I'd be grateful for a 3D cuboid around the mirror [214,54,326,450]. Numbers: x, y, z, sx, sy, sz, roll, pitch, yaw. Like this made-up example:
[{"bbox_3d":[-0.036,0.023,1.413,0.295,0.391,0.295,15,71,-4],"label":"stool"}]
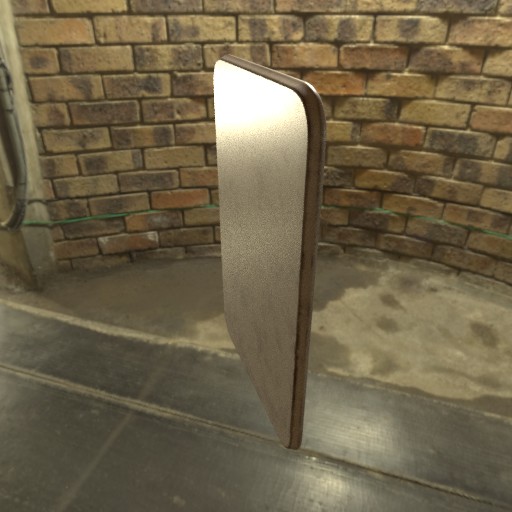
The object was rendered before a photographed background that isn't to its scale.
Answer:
[{"bbox_3d":[0.000,0.000,0.896,0.024,0.713,0.461,-11,32,-17],"label":"mirror"}]
